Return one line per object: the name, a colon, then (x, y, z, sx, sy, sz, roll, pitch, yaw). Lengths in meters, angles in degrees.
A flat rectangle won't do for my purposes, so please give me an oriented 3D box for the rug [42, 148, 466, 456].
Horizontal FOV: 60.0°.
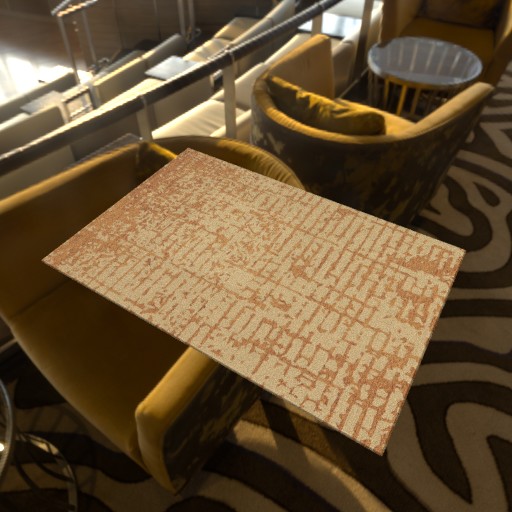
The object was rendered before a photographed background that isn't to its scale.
rug: (0.000, 0.000, 2.291, 1.829, 0.011, 1.219, 24, 51, 21)
